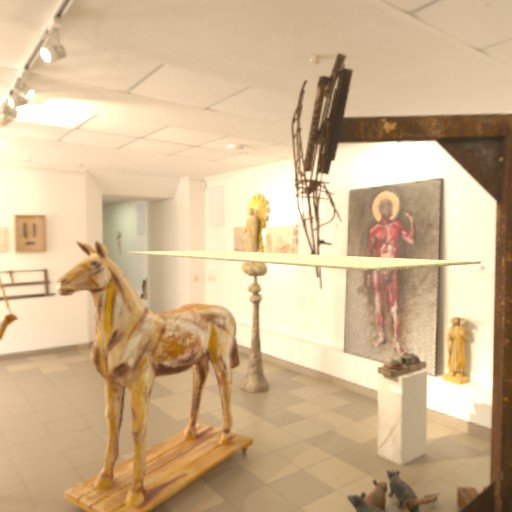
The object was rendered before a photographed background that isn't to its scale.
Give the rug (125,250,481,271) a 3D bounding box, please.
[{"bbox_3d":[0.000,0.000,2.911,0.795,0.015,2.544,-2,3,-38],"label":"rug"}]
